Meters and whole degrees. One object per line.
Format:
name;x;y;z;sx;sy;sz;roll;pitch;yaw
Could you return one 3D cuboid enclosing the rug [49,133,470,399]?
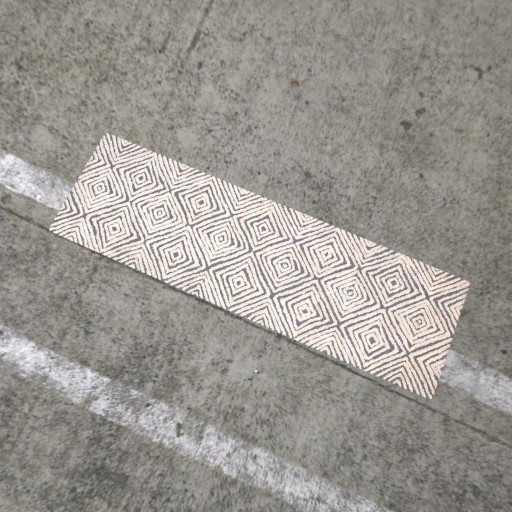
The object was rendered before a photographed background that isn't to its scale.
rug;0.000;0.000;2.475;2.277;0.008;0.676;23;77;6
